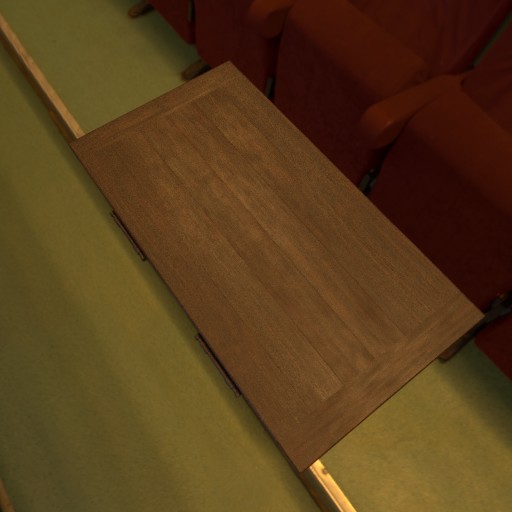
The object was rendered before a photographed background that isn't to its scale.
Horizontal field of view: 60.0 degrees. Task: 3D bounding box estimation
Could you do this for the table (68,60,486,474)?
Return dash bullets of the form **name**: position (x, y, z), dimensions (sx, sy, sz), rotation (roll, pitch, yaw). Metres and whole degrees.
- **table**: position (0.000, 0.000, 1.609), dimensions (0.700, 0.494, 1.270), rotation (-34, 69, -15)
